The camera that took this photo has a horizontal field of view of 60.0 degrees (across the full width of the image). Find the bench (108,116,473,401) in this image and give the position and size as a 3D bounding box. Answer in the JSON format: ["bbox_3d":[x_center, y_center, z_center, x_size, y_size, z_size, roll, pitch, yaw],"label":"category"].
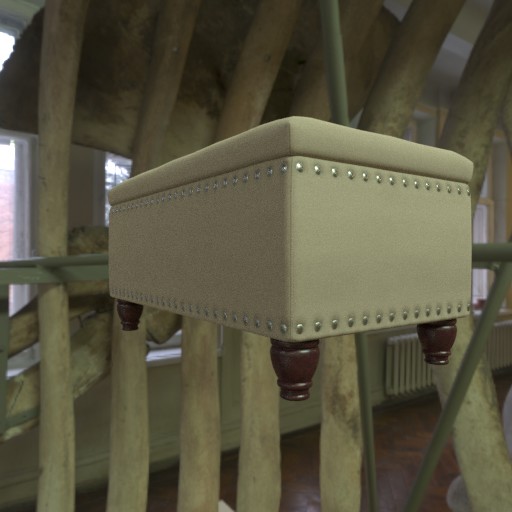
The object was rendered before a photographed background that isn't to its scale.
[{"bbox_3d":[0.000,0.000,1.143,0.500,0.449,0.887,0,0,-35],"label":"bench"}]
